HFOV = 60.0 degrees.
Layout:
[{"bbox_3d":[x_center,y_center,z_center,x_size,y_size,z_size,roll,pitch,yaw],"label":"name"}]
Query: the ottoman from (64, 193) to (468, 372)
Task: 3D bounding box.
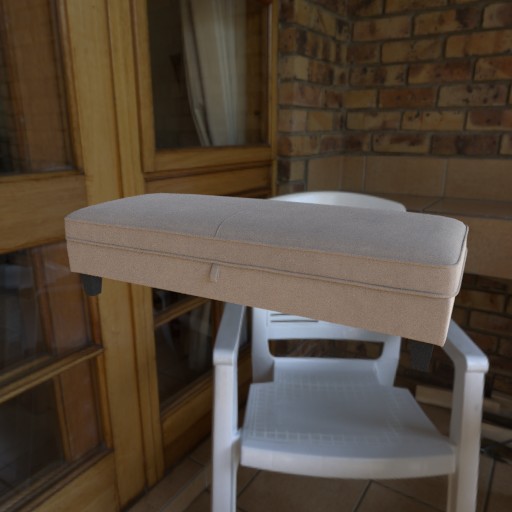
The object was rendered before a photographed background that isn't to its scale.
[{"bbox_3d":[0.000,0.000,2.033,1.726,0.460,0.735,8,18,26],"label":"ottoman"}]
